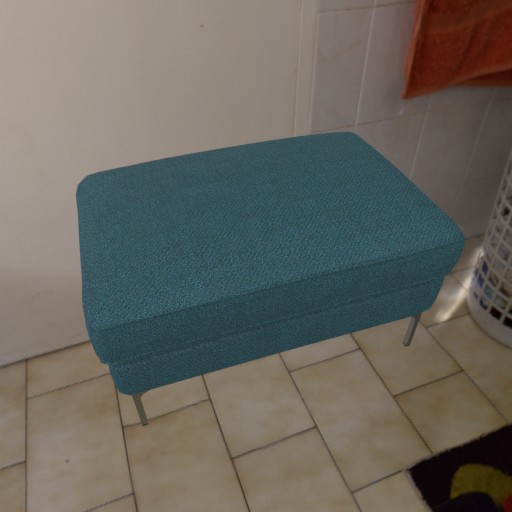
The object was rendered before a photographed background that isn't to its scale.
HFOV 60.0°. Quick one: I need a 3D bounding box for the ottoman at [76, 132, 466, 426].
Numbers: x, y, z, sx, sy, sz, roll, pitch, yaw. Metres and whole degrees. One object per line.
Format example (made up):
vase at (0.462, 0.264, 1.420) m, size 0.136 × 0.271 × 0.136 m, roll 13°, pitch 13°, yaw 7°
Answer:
ottoman at (0.000, 0.000, 1.210) m, size 0.856 × 0.498 × 0.563 m, roll -13°, pitch 43°, yaw -14°
